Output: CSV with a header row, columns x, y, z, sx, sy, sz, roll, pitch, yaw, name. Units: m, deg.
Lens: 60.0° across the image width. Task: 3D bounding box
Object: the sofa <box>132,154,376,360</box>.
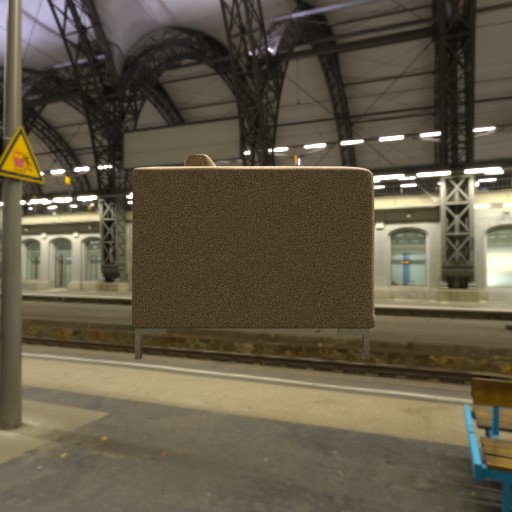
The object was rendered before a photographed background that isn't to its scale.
x,y,z,sx,sy,sz,roll,pitch,yaw,name
0.000,0.000,2.941,0.969,0.867,2.415,0,-1,0,sofa
